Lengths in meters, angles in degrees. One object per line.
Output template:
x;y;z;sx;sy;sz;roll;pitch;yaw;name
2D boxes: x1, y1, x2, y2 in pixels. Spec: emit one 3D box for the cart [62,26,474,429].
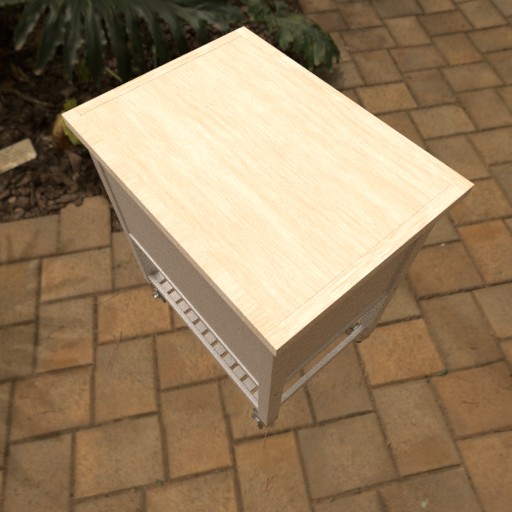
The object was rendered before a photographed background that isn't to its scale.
0.000;0.000;1.376;0.559;0.914;0.762;-36;65;-20;cart
